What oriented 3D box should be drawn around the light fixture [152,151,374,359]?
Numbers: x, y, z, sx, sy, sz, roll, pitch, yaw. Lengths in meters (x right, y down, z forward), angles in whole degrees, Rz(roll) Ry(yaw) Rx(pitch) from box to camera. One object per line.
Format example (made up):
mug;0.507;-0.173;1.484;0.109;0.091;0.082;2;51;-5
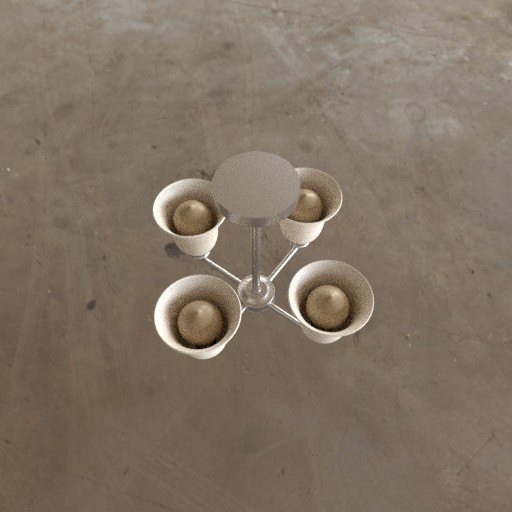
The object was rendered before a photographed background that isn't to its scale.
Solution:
light fixture;0.000;0.000;0.759;0.427;0.370;0.427;33;63;19
